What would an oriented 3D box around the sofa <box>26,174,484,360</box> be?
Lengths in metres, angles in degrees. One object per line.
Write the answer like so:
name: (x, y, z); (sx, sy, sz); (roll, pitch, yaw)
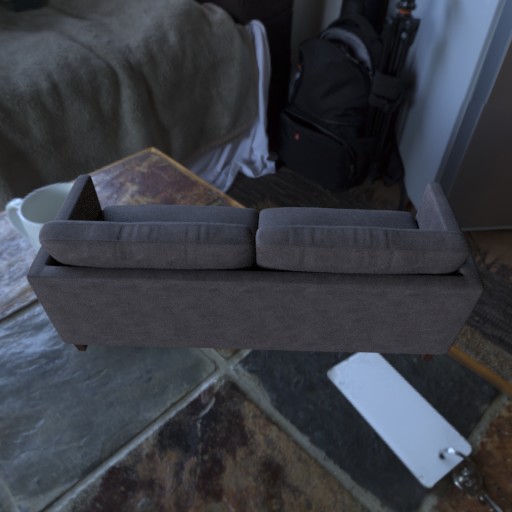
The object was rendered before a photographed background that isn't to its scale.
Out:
sofa: (0.000, 0.000, 2.822); (2.434, 0.965, 0.951); (1, 46, 1)
